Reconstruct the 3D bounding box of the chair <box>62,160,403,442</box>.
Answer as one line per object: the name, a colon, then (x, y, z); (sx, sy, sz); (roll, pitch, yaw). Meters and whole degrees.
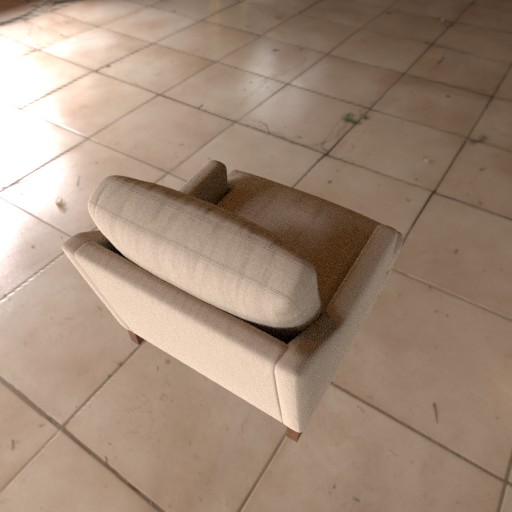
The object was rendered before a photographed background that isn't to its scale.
chair: (0.000, 0.000, 1.740); (0.912, 0.916, 1.001); (25, 51, 22)
